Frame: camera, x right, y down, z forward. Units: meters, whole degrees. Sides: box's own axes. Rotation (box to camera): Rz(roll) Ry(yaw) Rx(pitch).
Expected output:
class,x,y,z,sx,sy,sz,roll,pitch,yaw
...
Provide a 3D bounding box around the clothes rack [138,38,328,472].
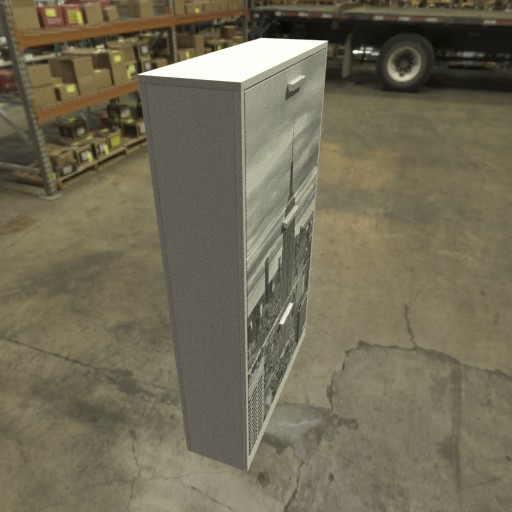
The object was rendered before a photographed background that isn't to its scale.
class,x,y,z,sx,sy,sz,roll,pitch,yaw
clothes rack,0.000,0.000,1.532,0.250,1.280,0.750,11,34,18
